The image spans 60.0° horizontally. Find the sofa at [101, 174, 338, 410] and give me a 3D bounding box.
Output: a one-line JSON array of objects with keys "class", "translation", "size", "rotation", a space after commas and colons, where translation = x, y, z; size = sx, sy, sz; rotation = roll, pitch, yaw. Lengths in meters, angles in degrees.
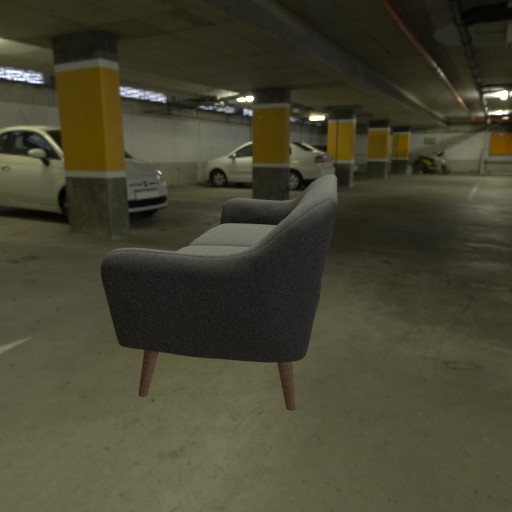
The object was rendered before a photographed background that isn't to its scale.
[{"class": "sofa", "translation": [0.000, 0.000, 2.344], "size": [0.820, 0.820, 1.840], "rotation": [2, 13, 10]}]
